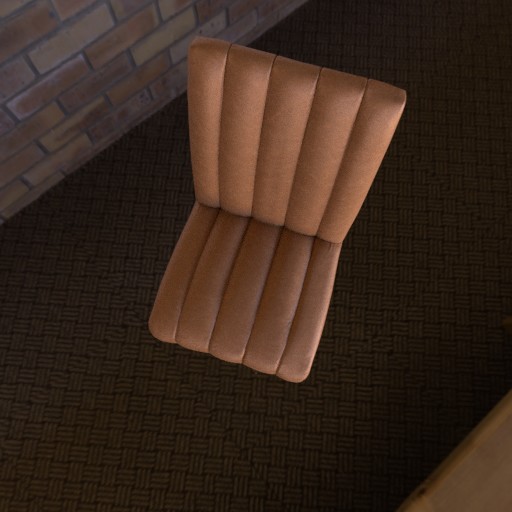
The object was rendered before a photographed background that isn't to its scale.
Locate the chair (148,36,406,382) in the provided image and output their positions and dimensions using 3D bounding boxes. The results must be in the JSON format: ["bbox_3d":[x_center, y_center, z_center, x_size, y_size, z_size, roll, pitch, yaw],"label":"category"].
[{"bbox_3d":[0.000,0.000,1.350,0.511,1.016,0.647,17,76,4],"label":"chair"}]
